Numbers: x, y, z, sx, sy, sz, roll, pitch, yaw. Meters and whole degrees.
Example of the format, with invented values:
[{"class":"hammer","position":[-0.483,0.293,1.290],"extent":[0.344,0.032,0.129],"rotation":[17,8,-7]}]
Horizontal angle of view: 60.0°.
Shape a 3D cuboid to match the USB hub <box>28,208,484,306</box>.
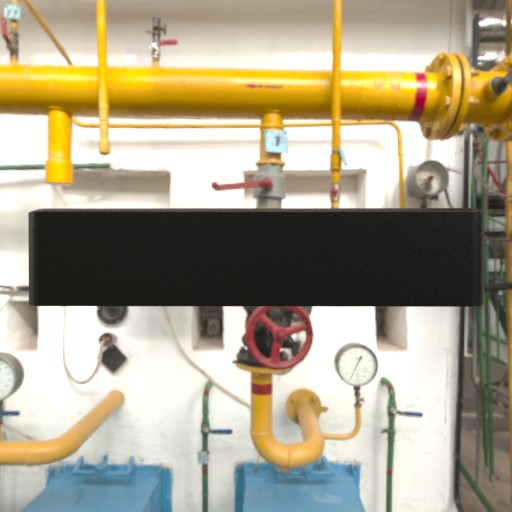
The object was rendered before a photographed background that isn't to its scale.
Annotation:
[{"class":"USB hub","position":[0.000,0.000,0.125],"extent":[0.110,0.023,0.044],"rotation":[0,1,0]}]
